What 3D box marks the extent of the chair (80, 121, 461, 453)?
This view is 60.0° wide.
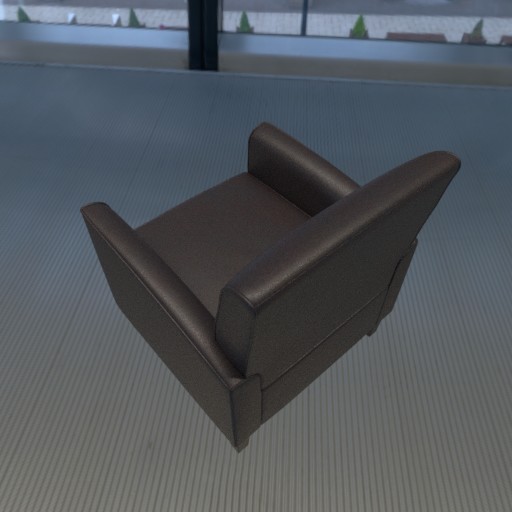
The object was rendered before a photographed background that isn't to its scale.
[{"bbox_3d":[0.000,0.000,1.523,0.820,0.916,0.819,-33,55,-27],"label":"chair"}]
